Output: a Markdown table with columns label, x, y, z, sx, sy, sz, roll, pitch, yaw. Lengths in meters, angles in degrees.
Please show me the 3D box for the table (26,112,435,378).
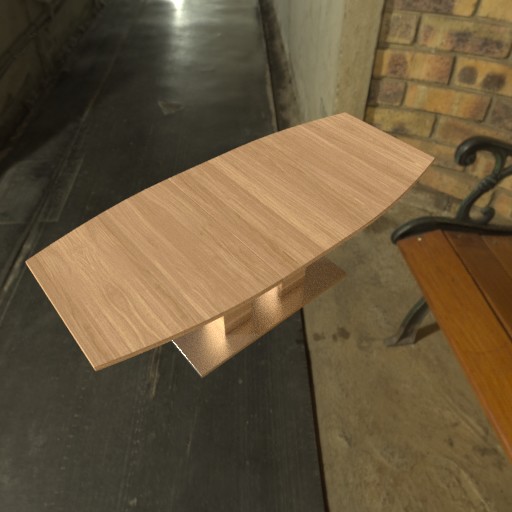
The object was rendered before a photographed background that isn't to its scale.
| label | x | y | z | sx | sy | sz | roll | pitch | yaw |
| --- | --- | --- | --- | --- | --- | --- | --- | --- | --- |
| table | 0.000 | 0.000 | 2.453 | 2.032 | 0.750 | 0.900 | -31 | 53 | -26 |
